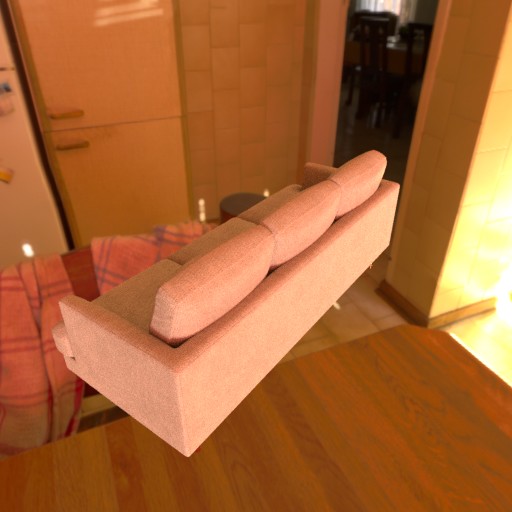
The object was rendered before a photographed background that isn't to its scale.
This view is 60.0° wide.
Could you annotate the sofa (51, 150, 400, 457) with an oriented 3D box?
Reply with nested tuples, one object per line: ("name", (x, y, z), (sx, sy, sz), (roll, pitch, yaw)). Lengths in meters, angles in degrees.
("sofa", (0.000, 0.000, 2.704), (0.903, 0.930, 2.246), (21, 38, 30))
